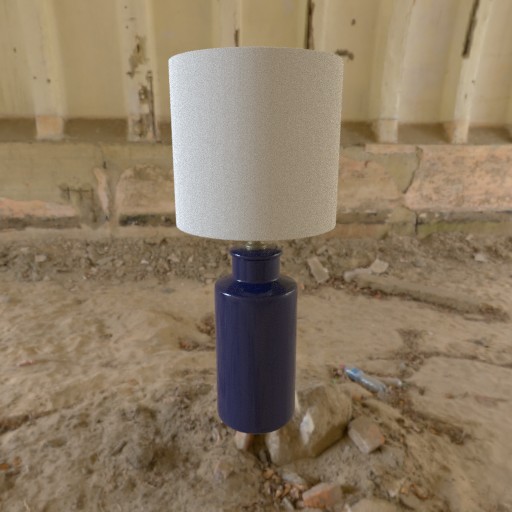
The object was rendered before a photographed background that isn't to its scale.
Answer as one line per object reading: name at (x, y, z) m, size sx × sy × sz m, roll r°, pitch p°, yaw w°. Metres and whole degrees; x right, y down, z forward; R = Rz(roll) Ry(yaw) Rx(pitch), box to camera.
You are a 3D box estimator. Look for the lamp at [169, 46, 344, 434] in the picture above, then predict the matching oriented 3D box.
lamp at (0.000, 0.000, 0.611) m, size 0.212 × 0.493 × 0.212 m, roll -14°, pitch 21°, yaw -42°
